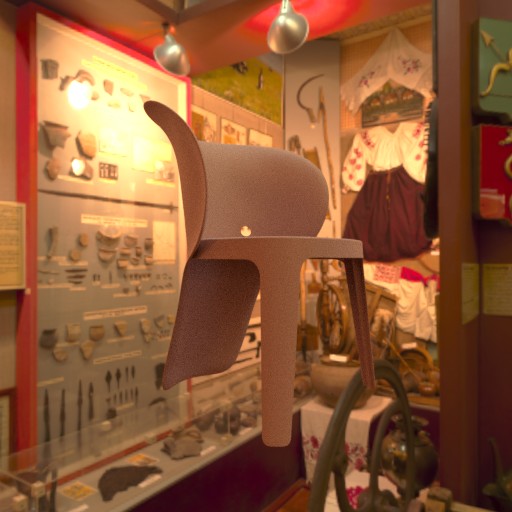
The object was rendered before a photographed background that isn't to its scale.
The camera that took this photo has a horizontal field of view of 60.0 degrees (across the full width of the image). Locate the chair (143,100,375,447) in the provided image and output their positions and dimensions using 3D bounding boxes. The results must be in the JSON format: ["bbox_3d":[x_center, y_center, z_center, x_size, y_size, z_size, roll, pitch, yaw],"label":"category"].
[{"bbox_3d":[0.000,0.000,0.886,0.402,0.554,0.451,0,-1,36],"label":"chair"}]
